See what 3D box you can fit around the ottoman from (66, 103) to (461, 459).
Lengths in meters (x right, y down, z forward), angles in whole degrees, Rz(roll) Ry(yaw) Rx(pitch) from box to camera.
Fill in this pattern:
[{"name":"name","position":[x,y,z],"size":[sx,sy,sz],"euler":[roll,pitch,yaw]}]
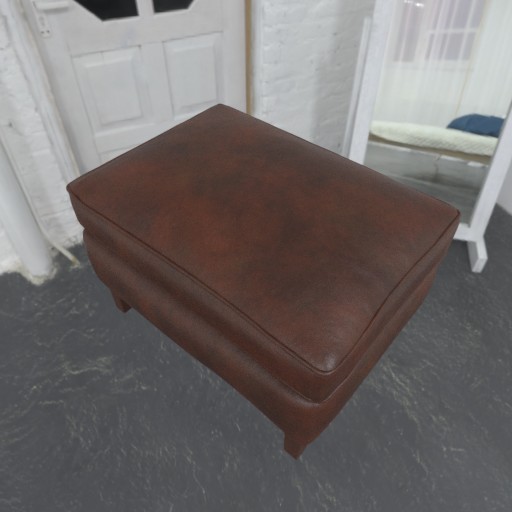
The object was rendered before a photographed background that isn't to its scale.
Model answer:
[{"name":"ottoman","position":[0.000,0.000,0.982],"size":[0.665,0.432,0.501],"euler":[32,55,27]}]
